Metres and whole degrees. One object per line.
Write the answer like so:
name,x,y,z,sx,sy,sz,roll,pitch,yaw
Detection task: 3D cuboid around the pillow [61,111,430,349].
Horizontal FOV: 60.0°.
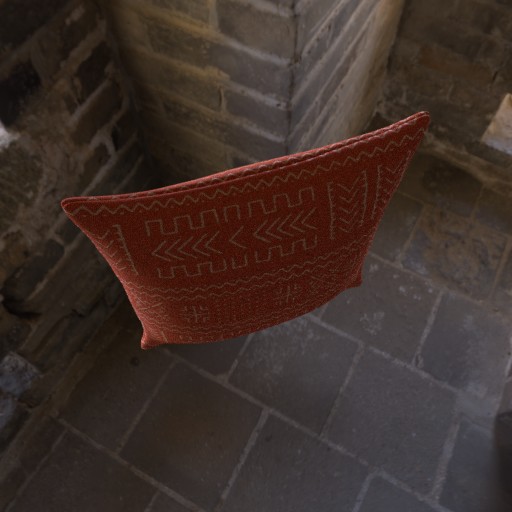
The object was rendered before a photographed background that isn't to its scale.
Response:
pillow,0.000,0.000,0.669,0.438,0.429,0.164,-15,60,-9
